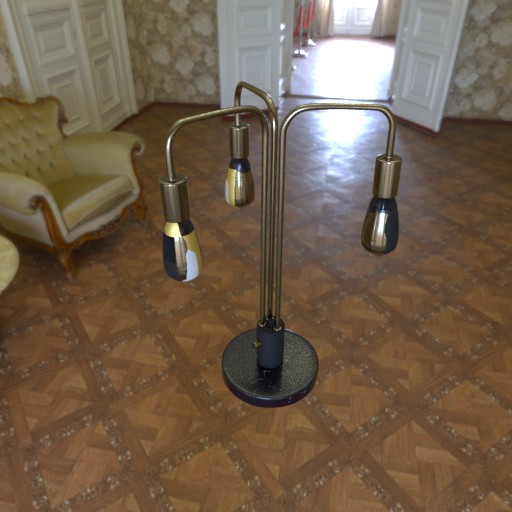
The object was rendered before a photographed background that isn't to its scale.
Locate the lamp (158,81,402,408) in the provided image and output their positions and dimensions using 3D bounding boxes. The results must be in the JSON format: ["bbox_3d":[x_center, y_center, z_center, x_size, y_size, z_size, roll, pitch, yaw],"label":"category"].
[{"bbox_3d":[0.000,0.000,0.814,0.368,0.560,0.355,-21,39,-29],"label":"lamp"}]
